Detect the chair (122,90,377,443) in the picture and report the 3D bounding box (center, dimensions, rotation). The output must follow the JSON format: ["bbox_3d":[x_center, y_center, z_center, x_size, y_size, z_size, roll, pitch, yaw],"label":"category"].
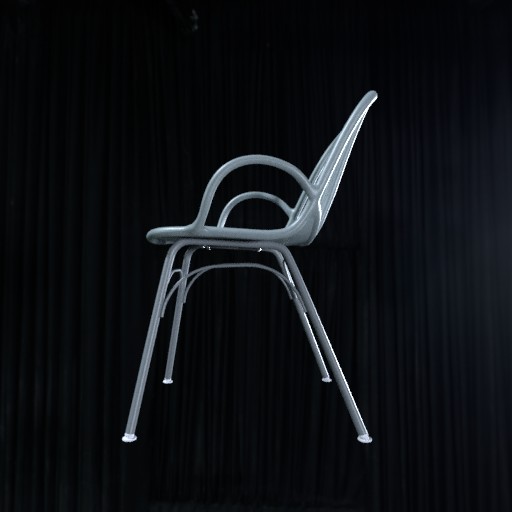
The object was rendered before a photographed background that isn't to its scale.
[{"bbox_3d":[0.000,0.000,1.218,0.597,0.816,0.549,0,-1,-1],"label":"chair"}]
